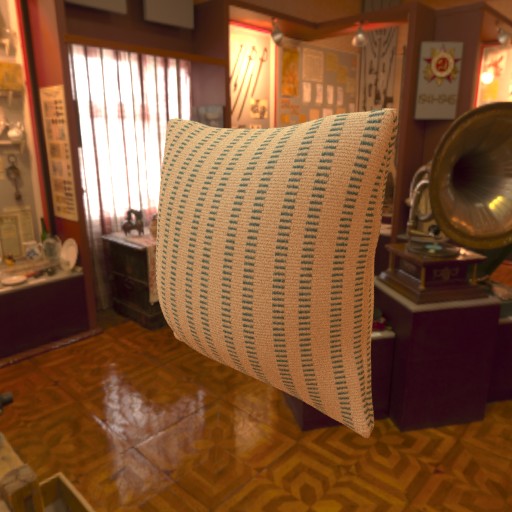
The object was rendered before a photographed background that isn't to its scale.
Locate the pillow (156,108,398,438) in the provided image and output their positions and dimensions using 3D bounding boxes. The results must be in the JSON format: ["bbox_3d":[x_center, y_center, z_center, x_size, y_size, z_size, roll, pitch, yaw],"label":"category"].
[{"bbox_3d":[0.000,0.000,0.684,0.438,0.419,0.247,15,21,43],"label":"pillow"}]
